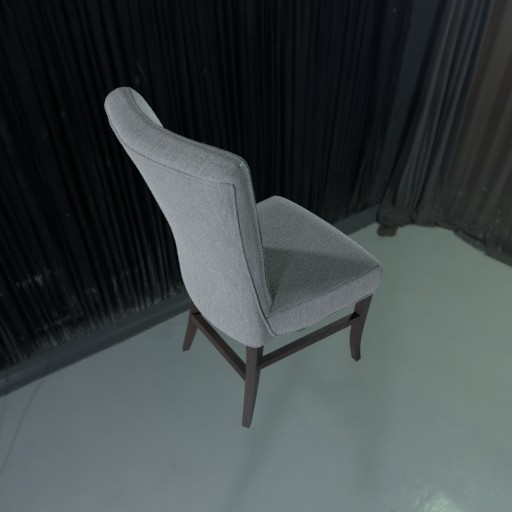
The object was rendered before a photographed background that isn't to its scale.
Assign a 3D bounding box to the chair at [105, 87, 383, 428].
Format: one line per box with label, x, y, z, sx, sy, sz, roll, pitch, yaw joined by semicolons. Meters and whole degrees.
chair;0.000;0.000;1.351;0.660;0.991;0.520;-26;46;-28
